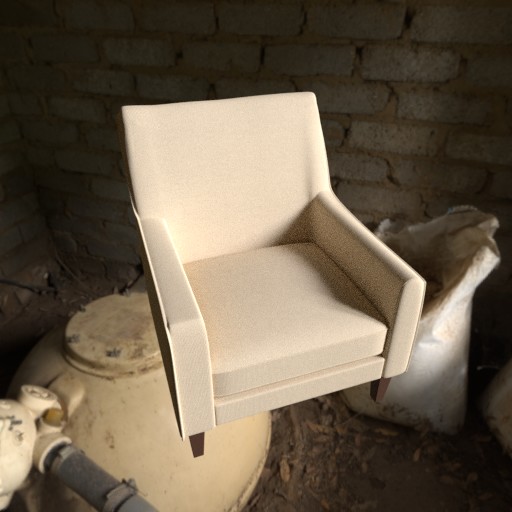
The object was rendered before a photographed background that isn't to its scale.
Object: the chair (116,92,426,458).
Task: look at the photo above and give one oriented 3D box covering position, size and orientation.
[{"bbox_3d":[0.000,0.000,1.584,0.780,0.919,0.899,-10,33,-16],"label":"chair"}]
